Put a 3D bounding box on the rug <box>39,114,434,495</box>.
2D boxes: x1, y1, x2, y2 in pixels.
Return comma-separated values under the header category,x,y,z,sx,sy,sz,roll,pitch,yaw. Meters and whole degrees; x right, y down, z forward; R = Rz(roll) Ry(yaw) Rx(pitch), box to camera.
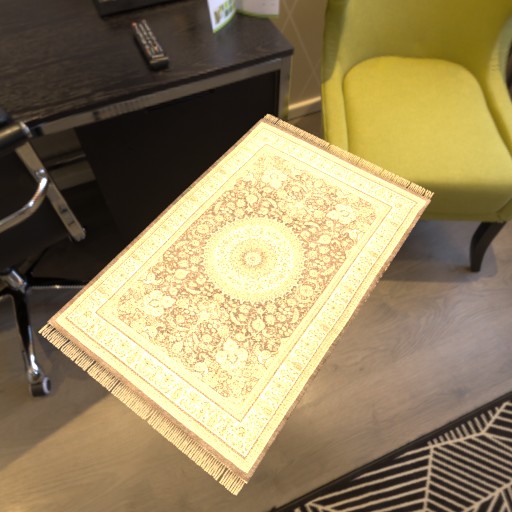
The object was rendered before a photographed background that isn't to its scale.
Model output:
category,x,y,z,sx,sy,sz,roll,pitch,yaw
rug,0.000,0.000,4.193,2.143,0.015,3.422,31,63,18
